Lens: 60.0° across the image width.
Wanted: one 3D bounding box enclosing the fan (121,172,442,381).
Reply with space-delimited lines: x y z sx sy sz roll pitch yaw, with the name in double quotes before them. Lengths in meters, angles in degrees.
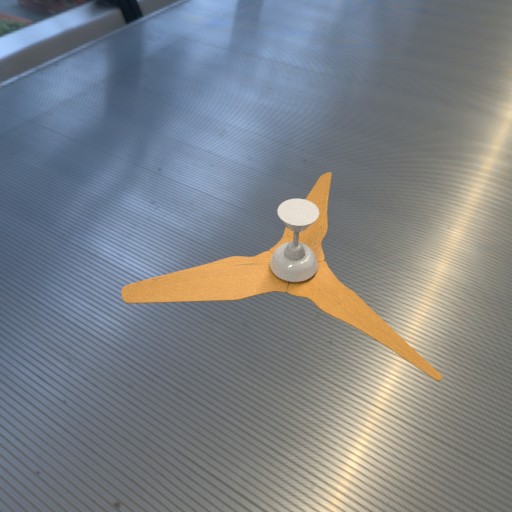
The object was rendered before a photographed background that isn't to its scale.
"fan" 0.000 0.000 1.628 1.010 0.355 1.142 -10 47 -9
